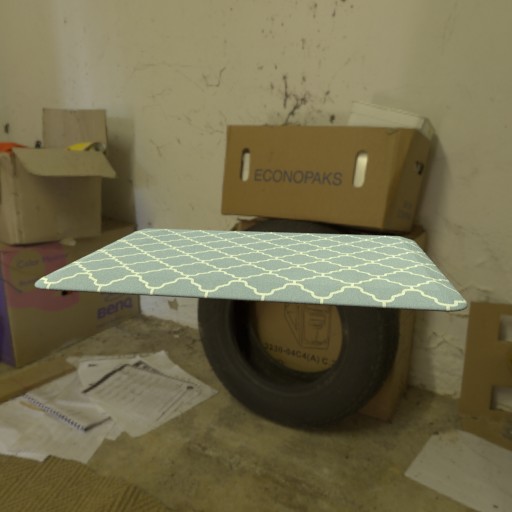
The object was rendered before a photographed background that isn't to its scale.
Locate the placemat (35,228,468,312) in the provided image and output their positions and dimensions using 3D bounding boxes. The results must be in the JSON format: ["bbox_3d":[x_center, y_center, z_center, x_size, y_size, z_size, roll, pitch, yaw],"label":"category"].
[{"bbox_3d":[0.000,0.000,0.983,0.762,0.021,0.508,2,15,8],"label":"placemat"}]
